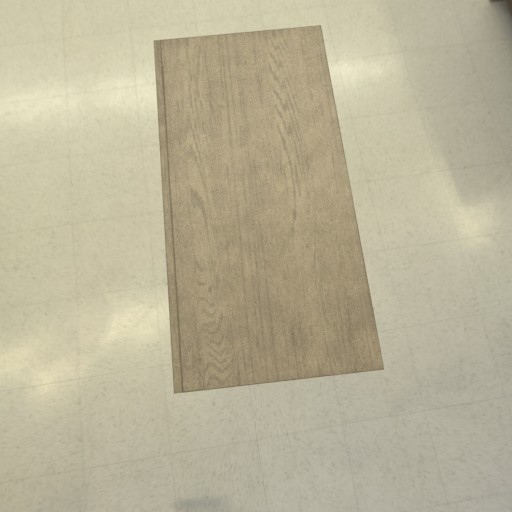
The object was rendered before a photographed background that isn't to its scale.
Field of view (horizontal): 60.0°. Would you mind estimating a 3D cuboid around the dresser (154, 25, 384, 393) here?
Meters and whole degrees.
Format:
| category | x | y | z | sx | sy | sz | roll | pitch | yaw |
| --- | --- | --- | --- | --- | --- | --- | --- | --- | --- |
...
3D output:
| category | x | y | z | sx | sy | sz | roll | pitch | yaw |
| --- | --- | --- | --- | --- | --- | --- | --- | --- | --- |
| dresser | 0.000 | 0.000 | 1.759 | 0.483 | 1.295 | 0.967 | -6 | 74 | -2 |
